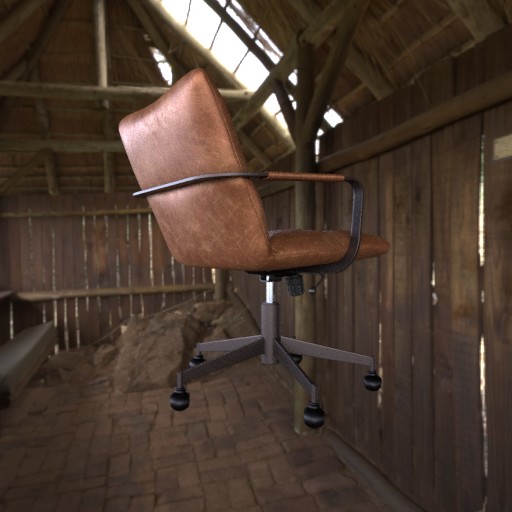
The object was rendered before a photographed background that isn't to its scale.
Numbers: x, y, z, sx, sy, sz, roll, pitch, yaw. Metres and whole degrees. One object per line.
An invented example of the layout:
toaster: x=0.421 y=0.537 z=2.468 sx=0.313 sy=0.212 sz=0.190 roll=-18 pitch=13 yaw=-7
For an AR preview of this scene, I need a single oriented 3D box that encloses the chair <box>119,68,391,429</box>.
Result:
chair: x=0.000 y=0.000 z=1.479 sx=0.754 sy=0.922 sz=0.727 roll=-1 pitch=1 yaw=-36
